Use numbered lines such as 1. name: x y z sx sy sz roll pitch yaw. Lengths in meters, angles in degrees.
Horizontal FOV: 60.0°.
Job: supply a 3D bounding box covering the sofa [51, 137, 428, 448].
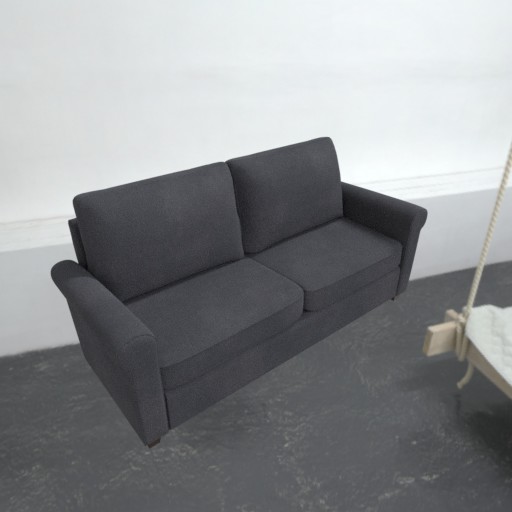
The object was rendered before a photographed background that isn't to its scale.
1. sofa: 0.000 0.000 2.413 1.935 0.942 0.842 -22 36 -33
